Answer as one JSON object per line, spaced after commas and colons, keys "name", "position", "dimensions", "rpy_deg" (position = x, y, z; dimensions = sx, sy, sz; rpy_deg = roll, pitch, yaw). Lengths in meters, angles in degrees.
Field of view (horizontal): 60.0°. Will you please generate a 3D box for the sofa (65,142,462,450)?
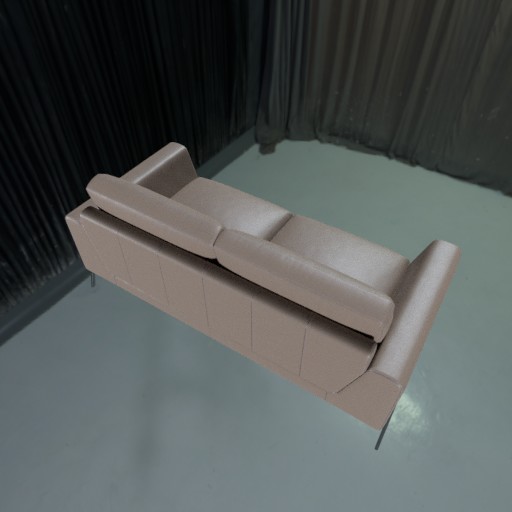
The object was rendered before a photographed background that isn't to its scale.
{"name": "sofa", "position": [0.000, 0.000, 2.552], "dimensions": [2.017, 0.875, 0.953], "rpy_deg": [24, 50, 22]}
